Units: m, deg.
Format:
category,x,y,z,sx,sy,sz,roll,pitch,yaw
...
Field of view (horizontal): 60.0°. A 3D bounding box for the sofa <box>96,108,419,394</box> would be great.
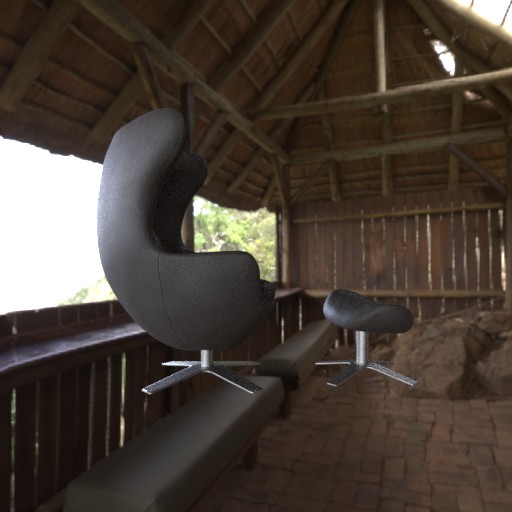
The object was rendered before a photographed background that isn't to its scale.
category,x,y,z,sx,sy,sz,roll,pitch,yaw
sofa,0.000,0.000,2.095,1.444,1.135,0.894,0,1,-1
